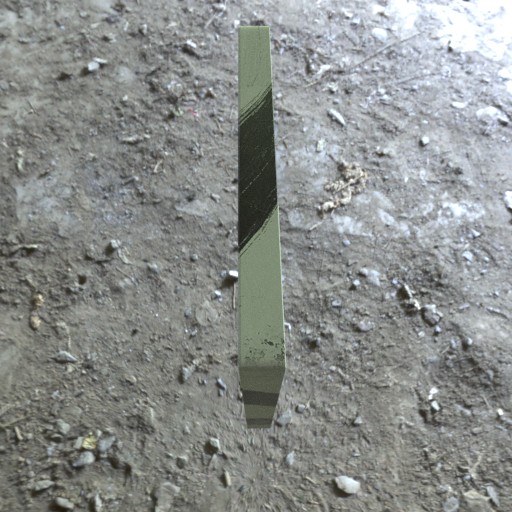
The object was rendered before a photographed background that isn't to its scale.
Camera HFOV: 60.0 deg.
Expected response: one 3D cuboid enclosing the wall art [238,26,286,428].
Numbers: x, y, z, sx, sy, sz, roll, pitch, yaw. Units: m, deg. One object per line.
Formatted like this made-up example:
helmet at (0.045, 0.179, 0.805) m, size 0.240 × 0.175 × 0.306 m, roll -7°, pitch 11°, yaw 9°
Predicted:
wall art at (0.000, 0.000, 0.765) m, size 0.050 × 0.508 × 0.507 m, roll -1°, pitch 63°, yaw 0°
